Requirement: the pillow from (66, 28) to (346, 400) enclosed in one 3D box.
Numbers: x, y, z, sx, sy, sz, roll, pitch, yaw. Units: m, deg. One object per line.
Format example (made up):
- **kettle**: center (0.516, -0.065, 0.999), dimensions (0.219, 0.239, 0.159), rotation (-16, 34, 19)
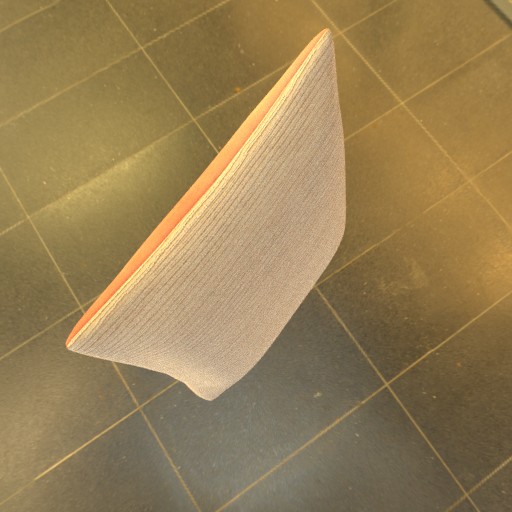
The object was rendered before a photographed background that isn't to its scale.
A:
- **pillow**: center (0.000, 0.000, 0.622), dimensions (0.177, 0.401, 0.424), rotation (35, 78, 9)
